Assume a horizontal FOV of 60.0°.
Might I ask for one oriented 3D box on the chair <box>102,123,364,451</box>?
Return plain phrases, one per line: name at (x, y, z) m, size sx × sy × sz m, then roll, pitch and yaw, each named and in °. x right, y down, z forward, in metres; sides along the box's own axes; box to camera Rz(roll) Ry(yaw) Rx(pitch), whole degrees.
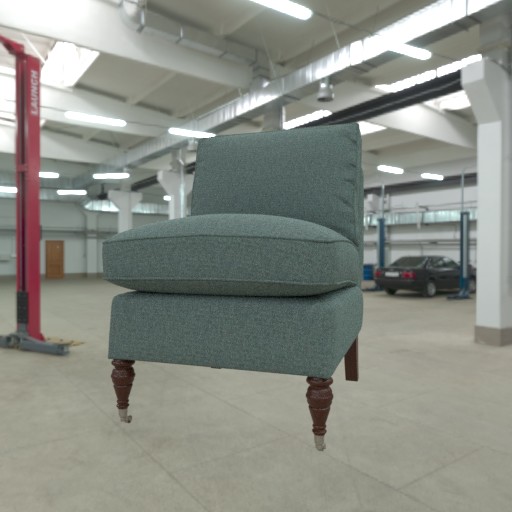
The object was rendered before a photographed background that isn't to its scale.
chair at (0.000, 0.000, 1.399) m, size 0.624 × 0.901 × 0.796 m, roll 0°, pitch 1°, yaw 19°
